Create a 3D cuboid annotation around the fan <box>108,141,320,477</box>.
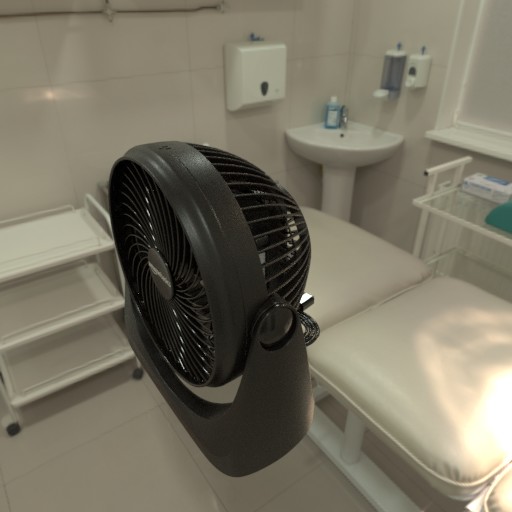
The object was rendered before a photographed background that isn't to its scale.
[{"bbox_3d":[0.000,0.000,0.485,0.256,0.277,0.273,-20,37,-30],"label":"fan"}]
